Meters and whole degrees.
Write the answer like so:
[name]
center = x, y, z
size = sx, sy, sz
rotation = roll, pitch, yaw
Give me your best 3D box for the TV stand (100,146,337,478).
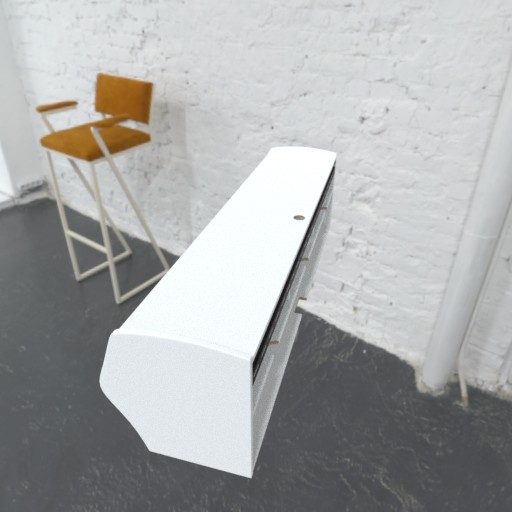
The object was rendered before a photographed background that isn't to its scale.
[TV stand]
center = 0.000, 0.000, 1.683
size = 0.397, 0.424, 1.473
rotation = 8, 31, 14
